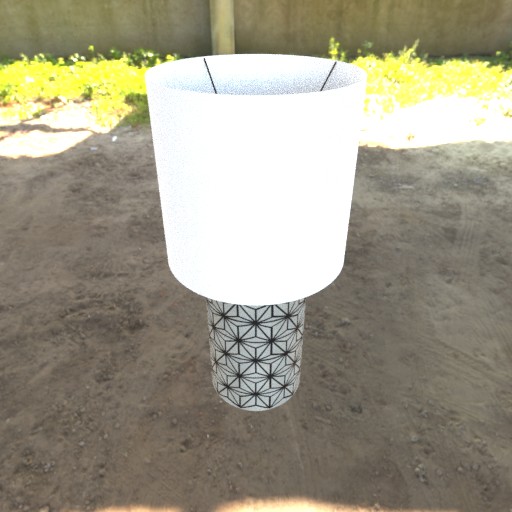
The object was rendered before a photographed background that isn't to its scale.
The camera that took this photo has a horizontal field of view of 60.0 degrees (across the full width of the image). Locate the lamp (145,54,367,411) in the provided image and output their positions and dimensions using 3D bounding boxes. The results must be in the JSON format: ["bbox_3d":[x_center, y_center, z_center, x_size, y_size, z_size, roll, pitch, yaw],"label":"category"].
[{"bbox_3d":[0.000,0.000,0.531,0.206,0.416,0.206,-21,38,-29],"label":"lamp"}]
